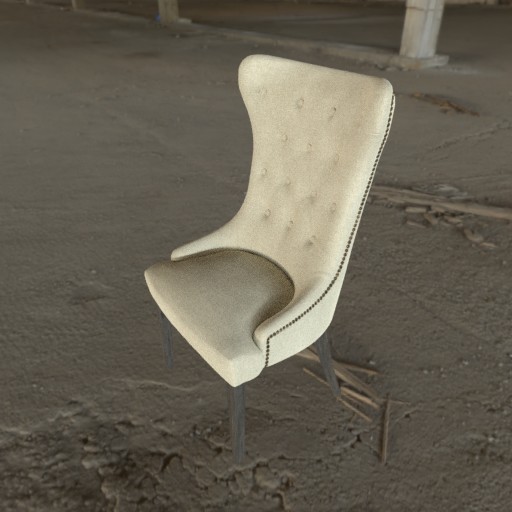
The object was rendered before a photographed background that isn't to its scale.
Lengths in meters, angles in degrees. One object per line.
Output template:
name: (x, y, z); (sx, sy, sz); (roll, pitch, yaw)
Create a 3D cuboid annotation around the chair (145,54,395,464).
chair: (0.000, 0.000, 1.376); (0.590, 1.065, 0.584); (-21, 38, -30)
